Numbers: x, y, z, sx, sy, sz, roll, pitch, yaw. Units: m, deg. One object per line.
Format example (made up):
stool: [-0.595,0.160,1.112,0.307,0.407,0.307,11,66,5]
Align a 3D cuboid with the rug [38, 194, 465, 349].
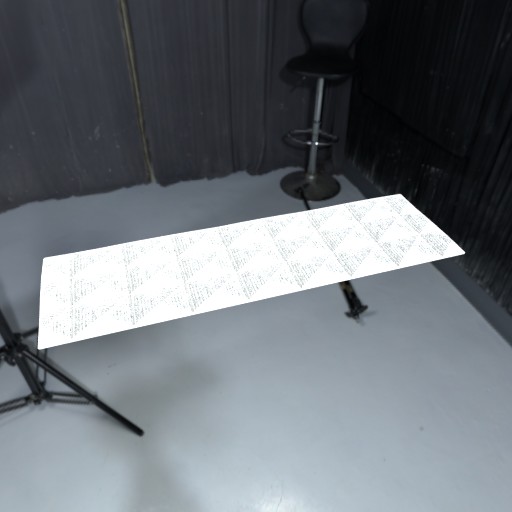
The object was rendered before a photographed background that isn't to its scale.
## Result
rug: [0.000,0.000,2.387,2.182,0.015,0.645,-11,41,-14]
